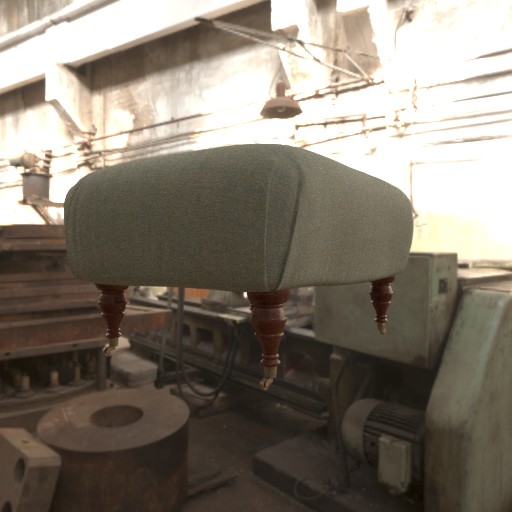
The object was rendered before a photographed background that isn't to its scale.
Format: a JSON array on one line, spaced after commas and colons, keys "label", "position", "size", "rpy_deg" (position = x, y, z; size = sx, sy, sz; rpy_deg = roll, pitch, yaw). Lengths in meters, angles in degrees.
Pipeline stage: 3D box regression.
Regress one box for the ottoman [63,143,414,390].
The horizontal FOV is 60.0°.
[{"label": "ottoman", "position": [0.000, 0.000, 1.131], "size": [0.622, 0.450, 0.747], "rpy_deg": [1, 1, 35]}]
